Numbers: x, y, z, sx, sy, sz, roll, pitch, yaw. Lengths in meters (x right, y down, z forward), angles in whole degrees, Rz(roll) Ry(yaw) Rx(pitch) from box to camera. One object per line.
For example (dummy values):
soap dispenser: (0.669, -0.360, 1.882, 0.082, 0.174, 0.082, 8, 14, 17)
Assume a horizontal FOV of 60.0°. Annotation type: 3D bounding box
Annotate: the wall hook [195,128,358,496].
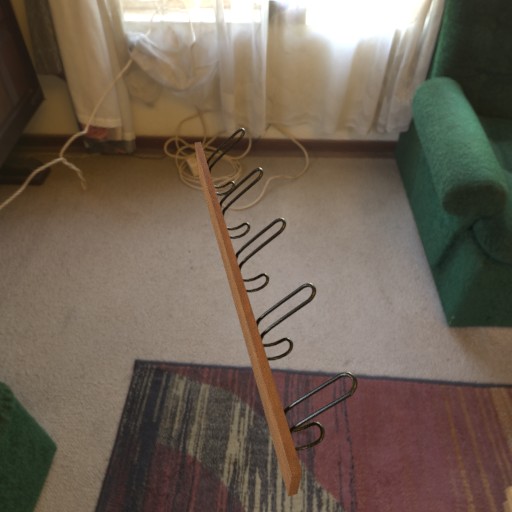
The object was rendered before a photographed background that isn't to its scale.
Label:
wall hook: (0.000, 0.000, 0.592, 0.076, 0.116, 0.554, -11, 47, -10)
